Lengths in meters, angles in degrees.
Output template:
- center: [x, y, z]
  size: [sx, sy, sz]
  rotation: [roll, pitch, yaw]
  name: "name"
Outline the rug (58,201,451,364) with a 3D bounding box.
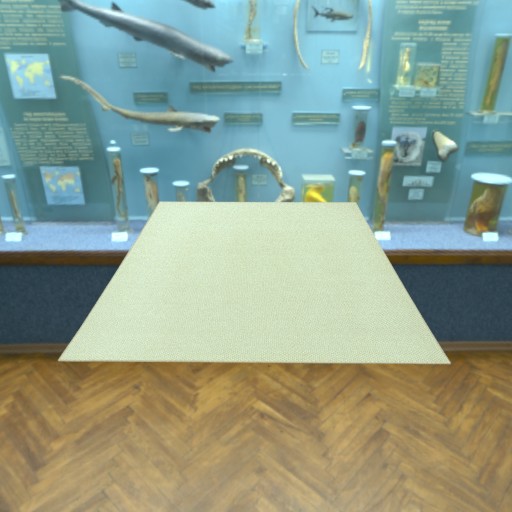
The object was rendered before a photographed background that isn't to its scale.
- center: [0.000, 0.000, 4.137]
  size: [2.462, 0.018, 3.039]
  rotation: [0, 26, 1]
  name: "rug"
